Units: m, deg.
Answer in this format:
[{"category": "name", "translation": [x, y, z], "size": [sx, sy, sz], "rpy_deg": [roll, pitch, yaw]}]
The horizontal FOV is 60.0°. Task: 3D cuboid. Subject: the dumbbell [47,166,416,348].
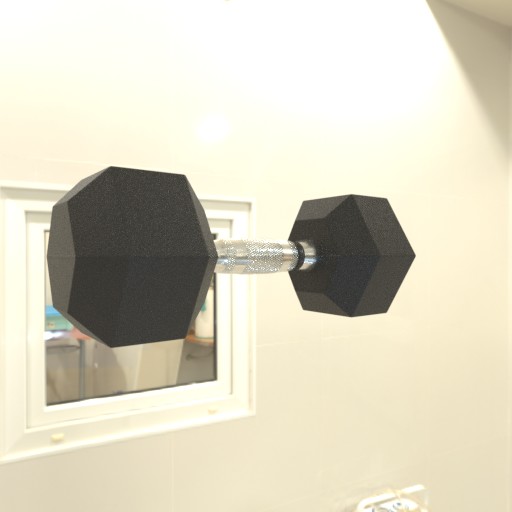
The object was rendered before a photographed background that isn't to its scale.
[{"category": "dumbbell", "translation": [0.000, 0.000, 0.379], "size": [0.315, 0.113, 0.129], "rpy_deg": [0, 0, -36]}]
